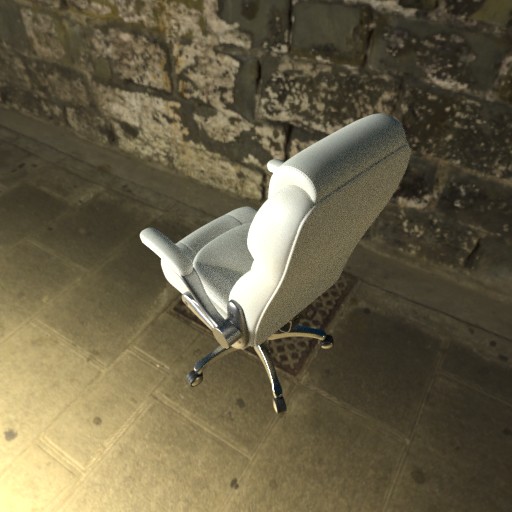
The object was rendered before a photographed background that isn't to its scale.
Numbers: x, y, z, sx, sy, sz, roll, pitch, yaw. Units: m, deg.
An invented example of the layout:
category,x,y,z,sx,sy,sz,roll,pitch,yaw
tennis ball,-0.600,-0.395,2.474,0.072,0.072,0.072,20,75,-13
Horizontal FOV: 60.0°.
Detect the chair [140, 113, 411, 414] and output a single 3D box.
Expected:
category,x,y,z,sx,sy,sz,roll,pitch,yaw
chair,0.000,0.000,1.786,0.755,1.330,0.806,-34,54,-29
